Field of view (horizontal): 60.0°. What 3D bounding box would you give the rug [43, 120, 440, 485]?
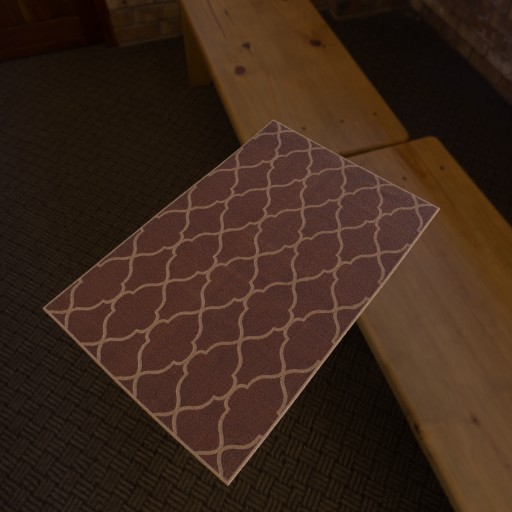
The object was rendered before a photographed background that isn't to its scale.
[{"bbox_3d":[0.000,0.000,2.927,1.526,0.014,2.290,34,63,21],"label":"rug"}]
